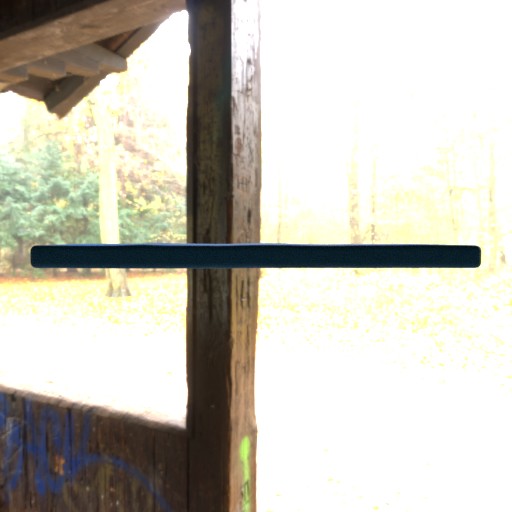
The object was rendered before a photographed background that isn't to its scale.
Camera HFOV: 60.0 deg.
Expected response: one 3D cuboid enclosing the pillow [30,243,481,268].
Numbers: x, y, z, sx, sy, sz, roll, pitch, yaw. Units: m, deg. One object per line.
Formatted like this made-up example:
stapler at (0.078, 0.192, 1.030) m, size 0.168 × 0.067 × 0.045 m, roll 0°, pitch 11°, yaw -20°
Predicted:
pillow at (0.000, 0.000, 1.355) m, size 1.187 × 0.081 × 0.492 m, roll 0°, pitch 2°, yaw 0°
